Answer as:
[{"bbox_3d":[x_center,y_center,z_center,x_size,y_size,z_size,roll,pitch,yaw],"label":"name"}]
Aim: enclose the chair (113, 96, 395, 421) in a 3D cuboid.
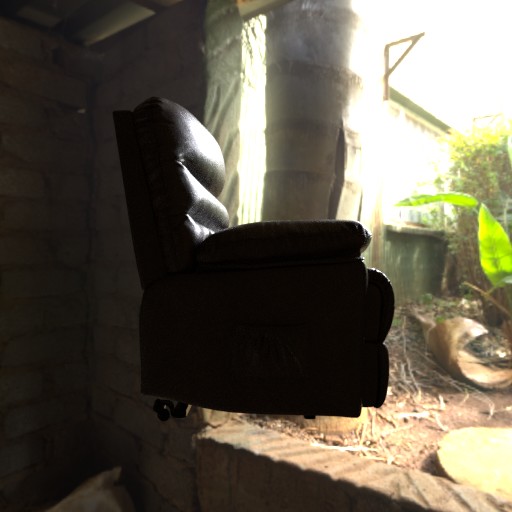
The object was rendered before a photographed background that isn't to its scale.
[{"bbox_3d":[0.000,0.000,1.731,0.879,1.041,0.940,0,1,1],"label":"chair"}]
